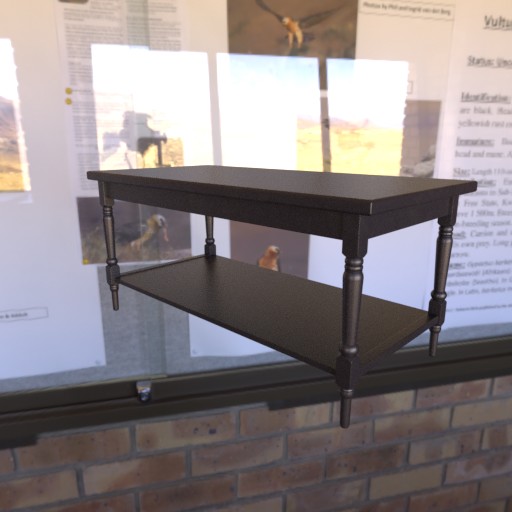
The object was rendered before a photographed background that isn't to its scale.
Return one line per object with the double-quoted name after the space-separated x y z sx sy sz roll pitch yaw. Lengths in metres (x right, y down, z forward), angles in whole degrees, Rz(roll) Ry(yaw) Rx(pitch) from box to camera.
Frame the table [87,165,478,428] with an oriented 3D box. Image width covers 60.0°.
0.000 0.000 1.420 1.107 0.510 0.550 14 20 42 "table"
